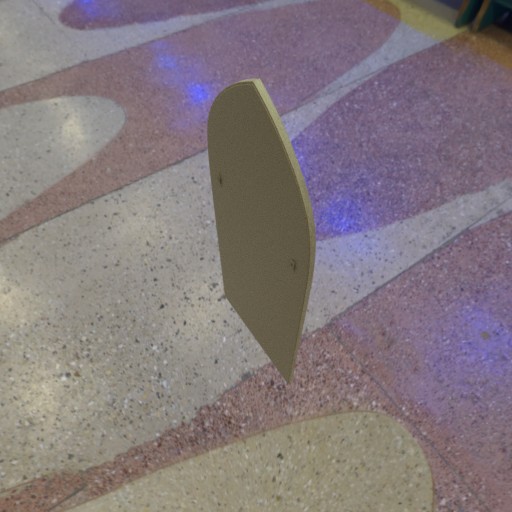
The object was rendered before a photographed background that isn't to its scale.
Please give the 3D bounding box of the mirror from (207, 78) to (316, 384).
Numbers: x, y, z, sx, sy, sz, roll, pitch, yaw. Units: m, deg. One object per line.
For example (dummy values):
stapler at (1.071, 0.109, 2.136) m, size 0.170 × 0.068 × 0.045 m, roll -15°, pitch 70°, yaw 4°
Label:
mirror at (0.000, 0.000, 1.313) m, size 0.025 × 1.175 × 0.464 m, roll -29°, pitch 61°, yaw -18°
